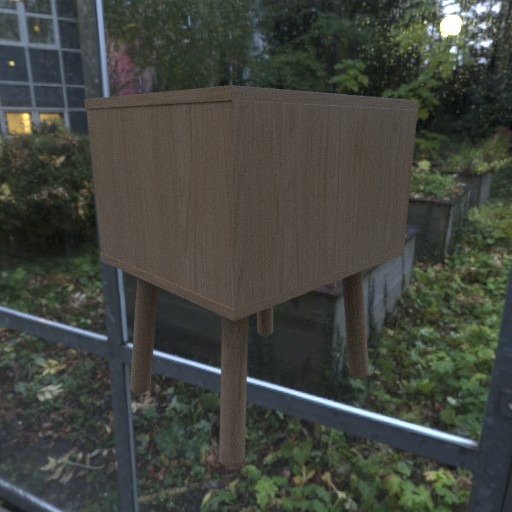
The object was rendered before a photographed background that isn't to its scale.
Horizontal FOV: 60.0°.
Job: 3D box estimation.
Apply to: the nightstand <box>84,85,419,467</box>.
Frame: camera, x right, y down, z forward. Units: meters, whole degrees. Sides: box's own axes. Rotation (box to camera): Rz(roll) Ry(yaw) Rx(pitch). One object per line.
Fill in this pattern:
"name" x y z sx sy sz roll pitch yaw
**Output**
"nightstand" 0.000 0.000 0.859 0.450 0.571 0.380 -15 22 -42
